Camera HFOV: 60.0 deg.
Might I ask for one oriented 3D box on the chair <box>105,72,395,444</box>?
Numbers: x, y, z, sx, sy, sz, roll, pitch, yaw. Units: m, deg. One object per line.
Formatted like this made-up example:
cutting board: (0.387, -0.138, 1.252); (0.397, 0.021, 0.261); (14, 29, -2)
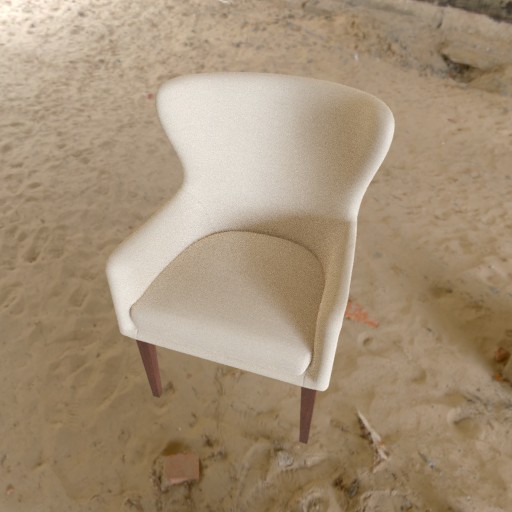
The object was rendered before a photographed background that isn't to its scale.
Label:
chair: (0.000, 0.000, 1.476); (0.696, 0.990, 0.744); (12, 44, 13)
